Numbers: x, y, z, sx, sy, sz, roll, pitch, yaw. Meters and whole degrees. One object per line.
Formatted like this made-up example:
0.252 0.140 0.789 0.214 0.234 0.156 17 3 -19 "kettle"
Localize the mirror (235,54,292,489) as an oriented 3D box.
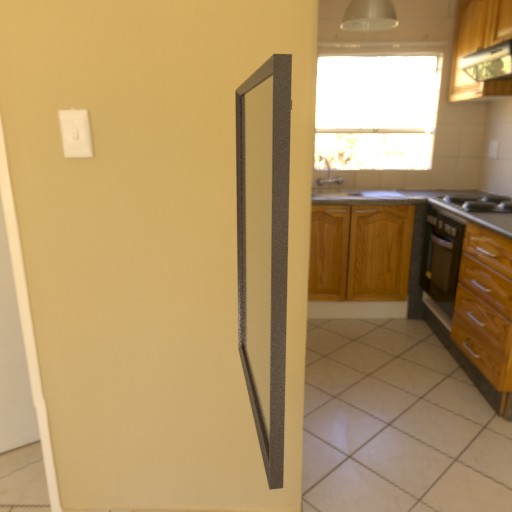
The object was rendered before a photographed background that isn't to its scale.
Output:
0.000 0.000 1.350 0.041 1.016 0.762 -2 16 -8 "mirror"
